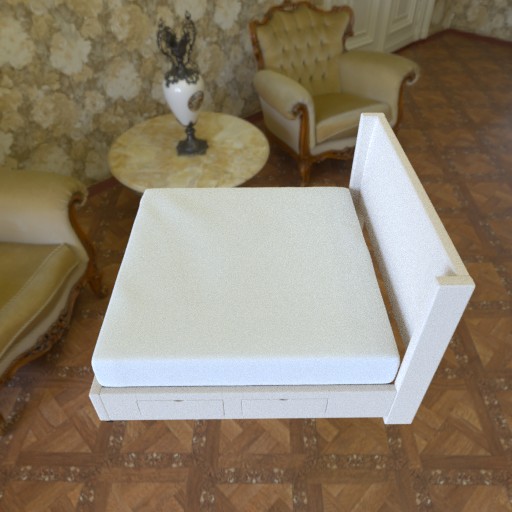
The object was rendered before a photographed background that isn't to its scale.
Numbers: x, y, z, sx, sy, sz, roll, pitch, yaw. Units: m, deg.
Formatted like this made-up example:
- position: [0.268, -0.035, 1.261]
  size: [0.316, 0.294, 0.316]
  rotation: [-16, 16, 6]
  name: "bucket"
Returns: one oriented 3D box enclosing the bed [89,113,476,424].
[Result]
- position: [0.000, 0.000, 3.584]
  size: [2.293, 1.471, 2.145]
  rotation: [0, 42, -1]
  name: "bed"
